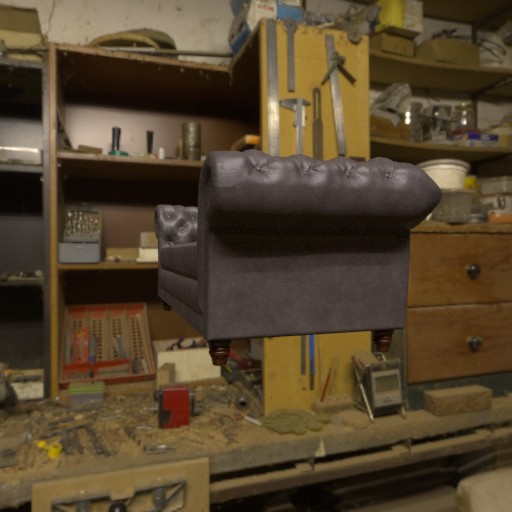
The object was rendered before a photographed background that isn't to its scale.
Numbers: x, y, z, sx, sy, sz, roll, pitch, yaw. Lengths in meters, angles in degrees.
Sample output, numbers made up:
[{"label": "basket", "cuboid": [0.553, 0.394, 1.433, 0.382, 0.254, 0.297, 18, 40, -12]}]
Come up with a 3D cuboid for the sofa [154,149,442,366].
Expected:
[{"label": "sofa", "cuboid": [0.000, 0.000, 2.487, 0.944, 0.779, 2.048, 0, 1, -18]}]
